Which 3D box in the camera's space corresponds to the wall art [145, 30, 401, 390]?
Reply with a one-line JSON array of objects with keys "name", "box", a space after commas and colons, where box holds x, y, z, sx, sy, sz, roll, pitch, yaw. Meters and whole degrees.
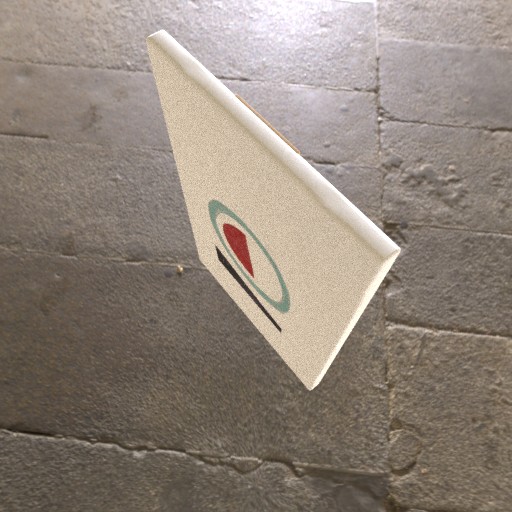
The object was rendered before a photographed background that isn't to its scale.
[{"name": "wall art", "box": [0.000, 0.000, 1.116, 0.048, 0.902, 0.602, -36, 68, -17]}]
